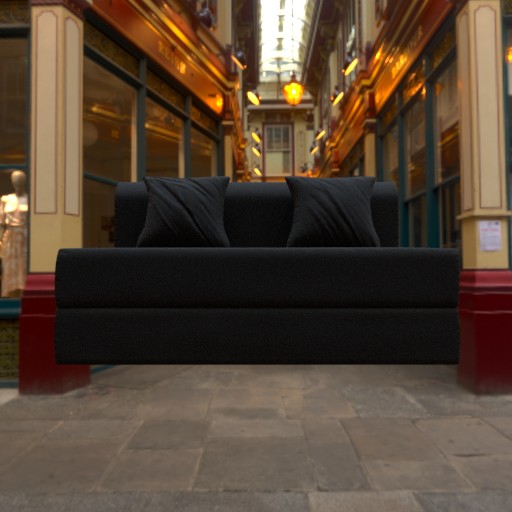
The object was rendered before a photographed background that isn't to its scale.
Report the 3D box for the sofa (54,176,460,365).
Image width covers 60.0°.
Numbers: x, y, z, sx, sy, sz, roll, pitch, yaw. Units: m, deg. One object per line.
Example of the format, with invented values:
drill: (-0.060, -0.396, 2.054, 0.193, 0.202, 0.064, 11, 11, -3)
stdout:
sofa: (0.000, 0.000, 1.705, 1.225, 0.670, 0.762, 0, -1, 0)
